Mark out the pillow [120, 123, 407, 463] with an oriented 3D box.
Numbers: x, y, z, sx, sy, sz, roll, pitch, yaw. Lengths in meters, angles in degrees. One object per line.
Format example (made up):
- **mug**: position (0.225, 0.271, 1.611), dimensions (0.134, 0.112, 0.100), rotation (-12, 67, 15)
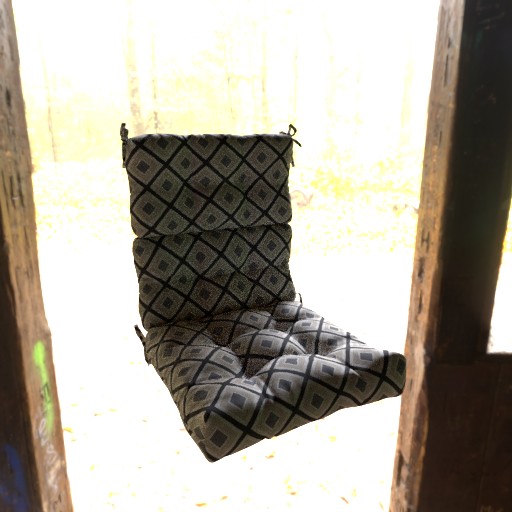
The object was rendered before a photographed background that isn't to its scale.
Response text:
- **pillow**: position (0.000, 0.000, 1.033), dimensions (0.519, 0.605, 0.571), rotation (-8, 17, -26)
